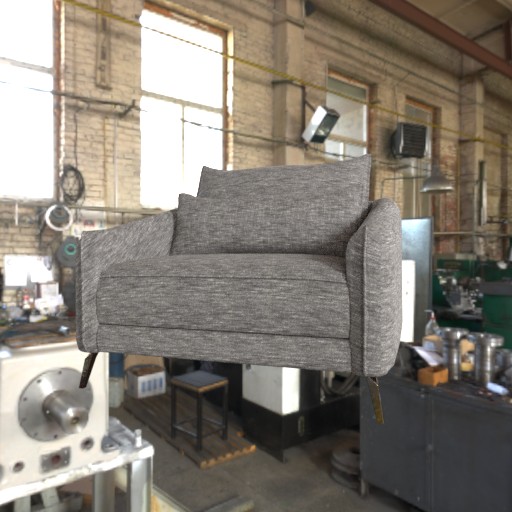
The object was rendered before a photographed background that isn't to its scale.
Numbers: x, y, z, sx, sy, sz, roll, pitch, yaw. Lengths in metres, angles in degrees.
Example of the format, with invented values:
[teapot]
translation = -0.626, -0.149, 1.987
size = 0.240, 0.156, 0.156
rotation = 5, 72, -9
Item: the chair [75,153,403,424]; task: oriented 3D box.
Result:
[chair]
translation = 0.000, 0.000, 1.601
size = 1.004, 0.842, 0.805
rotation = 0, 0, 19
